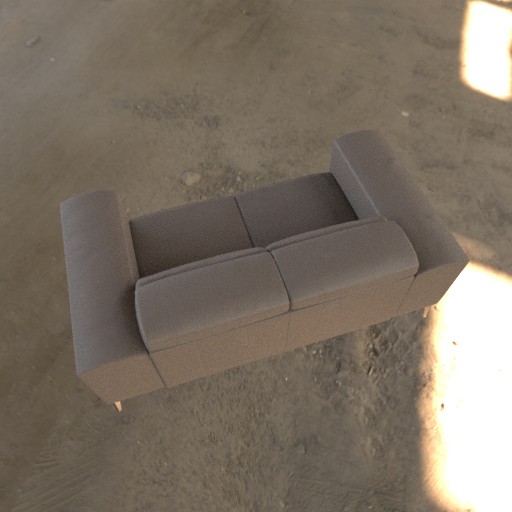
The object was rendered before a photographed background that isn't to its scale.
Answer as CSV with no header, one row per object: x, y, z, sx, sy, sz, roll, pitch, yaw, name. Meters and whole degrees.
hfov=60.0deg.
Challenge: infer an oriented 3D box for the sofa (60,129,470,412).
0.000,0.000,2.433,1.895,0.779,1.003,-15,58,-10,sofa
